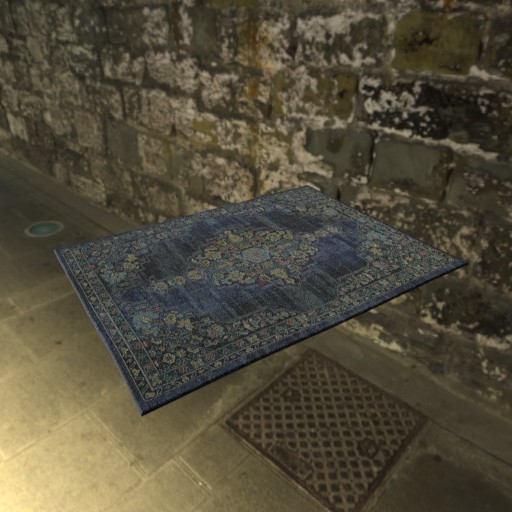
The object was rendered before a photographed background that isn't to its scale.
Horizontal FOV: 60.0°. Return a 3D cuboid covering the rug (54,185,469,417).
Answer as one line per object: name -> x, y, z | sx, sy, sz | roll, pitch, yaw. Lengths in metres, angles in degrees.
rug -> 0.000, 0.000, 4.799 | 3.612, 0.035, 2.716 | -18, 35, -28
